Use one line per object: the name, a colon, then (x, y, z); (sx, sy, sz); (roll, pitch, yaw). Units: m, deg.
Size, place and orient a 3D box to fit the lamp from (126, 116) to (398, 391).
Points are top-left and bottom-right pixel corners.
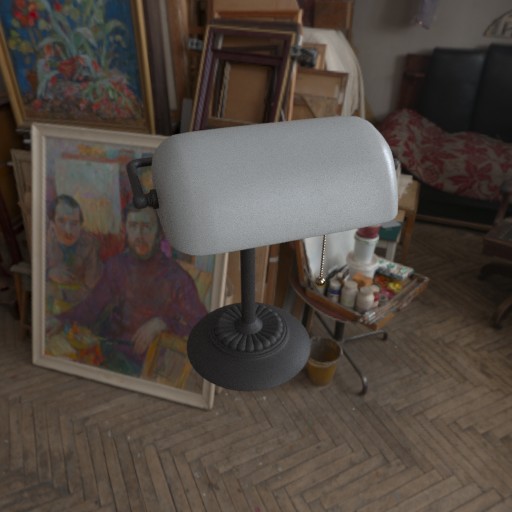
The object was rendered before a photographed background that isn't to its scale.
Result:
lamp: (0.000, 0.000, 0.527); (0.264, 0.339, 0.243); (-11, 35, -16)
